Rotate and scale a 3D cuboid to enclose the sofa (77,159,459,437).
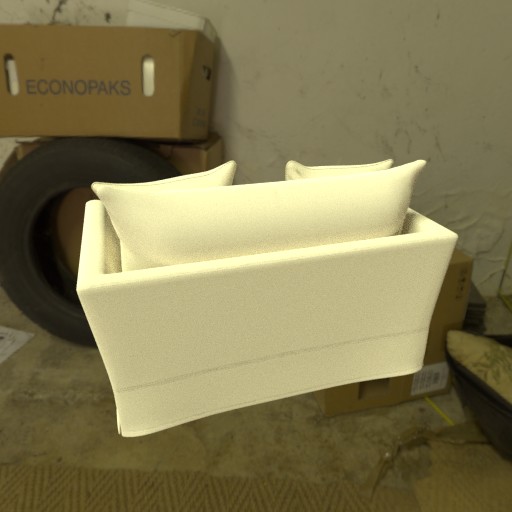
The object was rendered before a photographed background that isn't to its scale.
[{"bbox_3d":[0.000,0.000,2.258,1.608,1.039,1.026,-8,27,-15],"label":"sofa"}]
